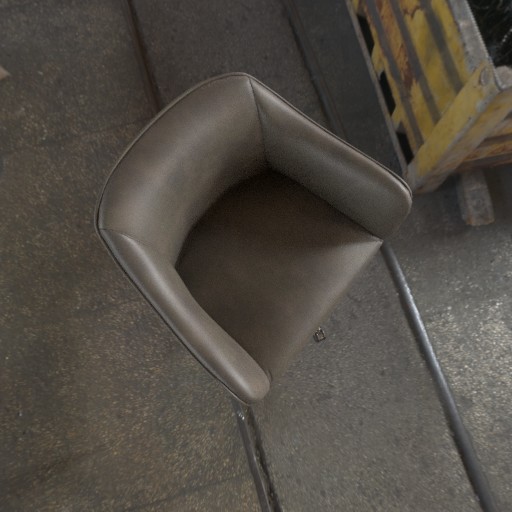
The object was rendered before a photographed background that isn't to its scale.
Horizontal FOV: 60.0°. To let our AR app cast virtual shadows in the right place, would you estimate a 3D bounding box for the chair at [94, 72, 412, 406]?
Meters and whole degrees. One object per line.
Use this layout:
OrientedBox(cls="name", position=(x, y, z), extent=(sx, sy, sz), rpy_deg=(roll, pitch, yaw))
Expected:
OrientedBox(cls="chair", position=(0.000, 0.000, 1.355), extent=(0.689, 0.827, 0.713), rpy_deg=(39, 79, 9))
